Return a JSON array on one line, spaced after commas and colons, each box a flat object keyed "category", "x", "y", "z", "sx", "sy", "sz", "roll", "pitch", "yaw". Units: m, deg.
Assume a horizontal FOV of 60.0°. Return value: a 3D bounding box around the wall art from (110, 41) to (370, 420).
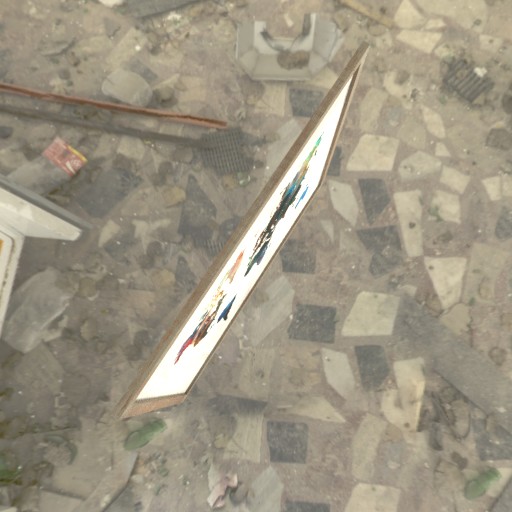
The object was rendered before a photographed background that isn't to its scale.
[{"category": "wall art", "x": 0.000, "y": 0.000, "z": 1.331, "sx": 0.019, "sy": 0.774, "sz": 1.012, "roll": 31, "pitch": 76, "yaw": 8}]
